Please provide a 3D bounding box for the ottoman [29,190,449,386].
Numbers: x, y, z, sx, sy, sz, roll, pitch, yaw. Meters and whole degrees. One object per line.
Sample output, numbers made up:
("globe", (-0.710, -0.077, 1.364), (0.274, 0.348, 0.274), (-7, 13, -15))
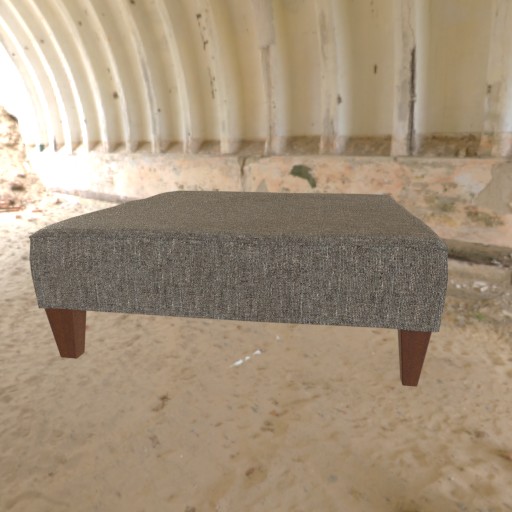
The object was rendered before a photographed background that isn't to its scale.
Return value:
("ottoman", (0.000, 0.000, 1.512), (1.016, 0.379, 0.981), (2, 14, 9))
